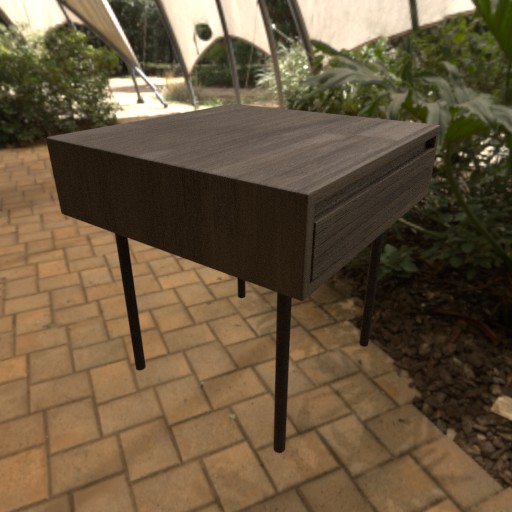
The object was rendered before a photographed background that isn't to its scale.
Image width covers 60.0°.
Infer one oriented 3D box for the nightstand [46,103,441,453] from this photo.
[{"bbox_3d":[0.000,0.000,0.897,0.503,0.497,0.502,18,32,32],"label":"nightstand"}]
